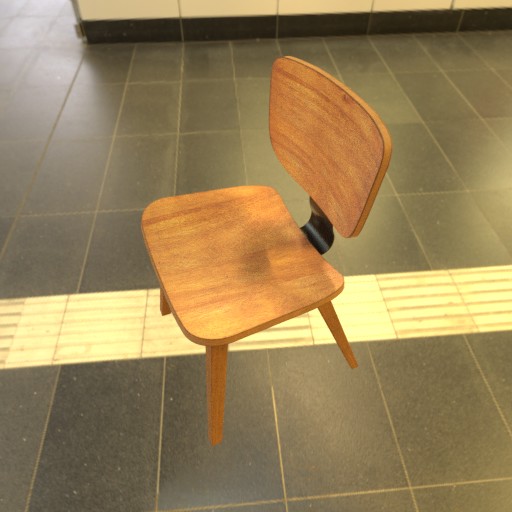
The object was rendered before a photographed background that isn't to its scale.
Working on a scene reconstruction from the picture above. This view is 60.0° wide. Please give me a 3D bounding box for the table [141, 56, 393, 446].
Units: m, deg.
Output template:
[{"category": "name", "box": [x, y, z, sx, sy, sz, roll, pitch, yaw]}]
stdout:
[{"category": "table", "box": [0.000, 0.000, 1.126, 0.500, 0.805, 0.499, -19, 50, -16]}]
